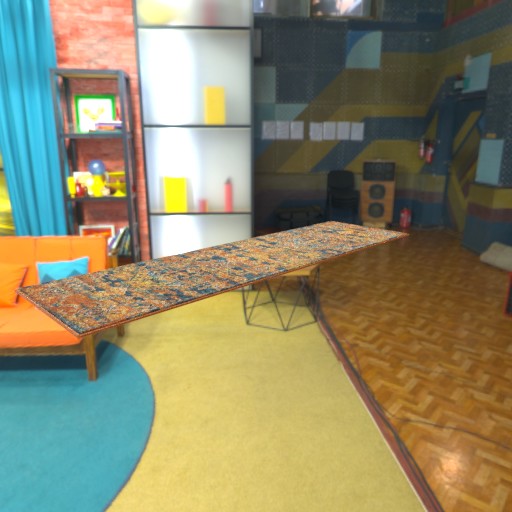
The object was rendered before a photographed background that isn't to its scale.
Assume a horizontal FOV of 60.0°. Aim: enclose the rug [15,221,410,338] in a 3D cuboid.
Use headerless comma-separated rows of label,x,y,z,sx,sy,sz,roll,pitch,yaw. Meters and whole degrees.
rug,0.000,0.000,2.446,2.274,0.016,0.651,-14,21,-42
